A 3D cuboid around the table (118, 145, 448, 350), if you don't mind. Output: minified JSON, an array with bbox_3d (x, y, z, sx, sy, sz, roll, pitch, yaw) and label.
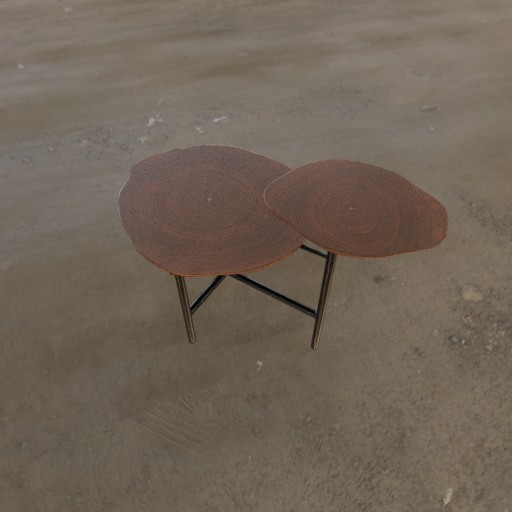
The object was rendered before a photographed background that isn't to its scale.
[{"bbox_3d":[0.000,0.000,1.091,0.759,0.538,0.442,26,53,21],"label":"table"}]
